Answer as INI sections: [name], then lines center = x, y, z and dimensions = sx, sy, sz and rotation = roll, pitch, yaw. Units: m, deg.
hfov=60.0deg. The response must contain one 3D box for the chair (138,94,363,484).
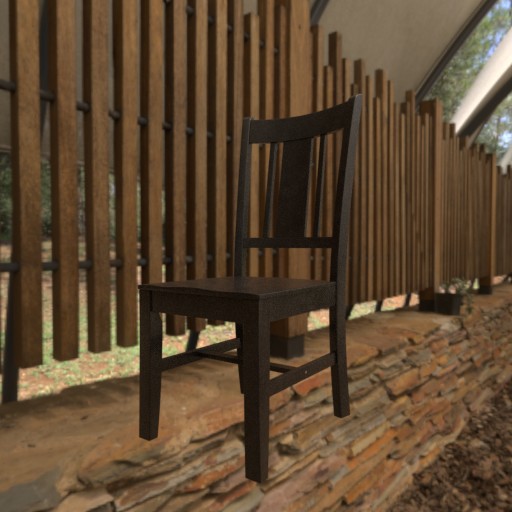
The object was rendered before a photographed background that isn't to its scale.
[chair]
center = 0.000, 0.000, 1.309
dimensions = 0.450, 0.998, 0.555
rotation = 1, 2, 36
